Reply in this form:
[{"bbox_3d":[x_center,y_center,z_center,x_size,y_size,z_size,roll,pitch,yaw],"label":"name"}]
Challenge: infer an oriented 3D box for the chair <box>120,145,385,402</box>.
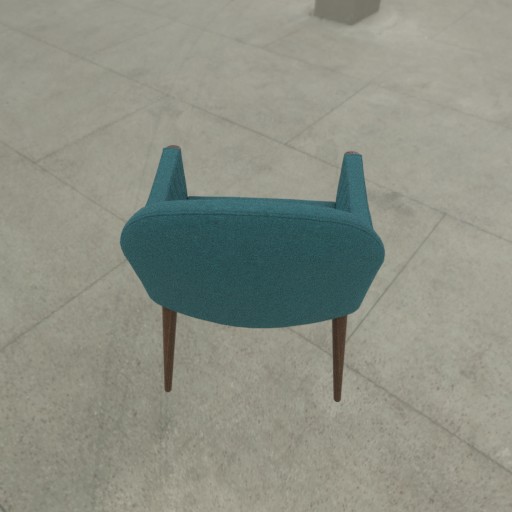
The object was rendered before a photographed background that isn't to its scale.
[{"bbox_3d":[0.000,0.000,1.339,0.656,0.907,0.652,3,47,2],"label":"chair"}]
